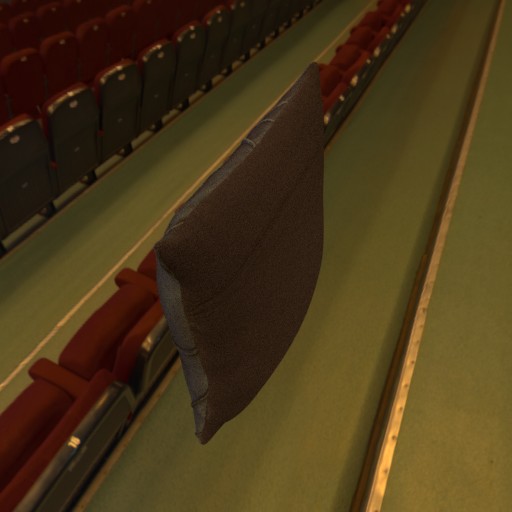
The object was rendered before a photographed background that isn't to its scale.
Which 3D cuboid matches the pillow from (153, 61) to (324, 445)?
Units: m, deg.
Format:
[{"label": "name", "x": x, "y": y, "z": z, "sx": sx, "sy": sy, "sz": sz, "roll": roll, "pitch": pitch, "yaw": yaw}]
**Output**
[{"label": "pillow", "x": 0.000, "y": 0.000, "z": 0.678, "sx": 0.183, "sy": 0.440, "sz": 0.439, "roll": 18, "pitch": 48, "yaw": 17}]
